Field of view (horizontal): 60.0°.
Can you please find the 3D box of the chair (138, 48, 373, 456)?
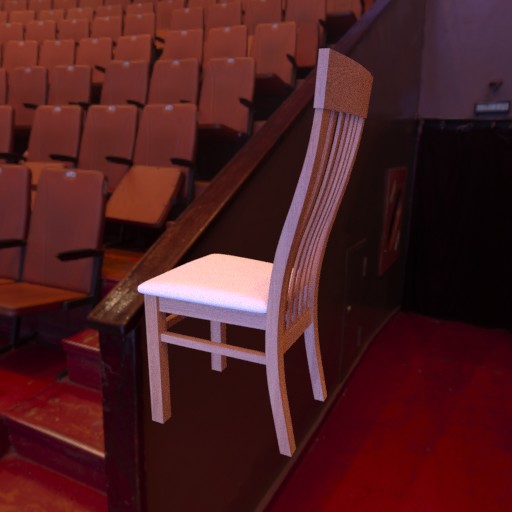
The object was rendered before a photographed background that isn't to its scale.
[{"bbox_3d":[0.000,0.000,1.357,0.580,1.050,0.450,7,16,25],"label":"chair"}]
